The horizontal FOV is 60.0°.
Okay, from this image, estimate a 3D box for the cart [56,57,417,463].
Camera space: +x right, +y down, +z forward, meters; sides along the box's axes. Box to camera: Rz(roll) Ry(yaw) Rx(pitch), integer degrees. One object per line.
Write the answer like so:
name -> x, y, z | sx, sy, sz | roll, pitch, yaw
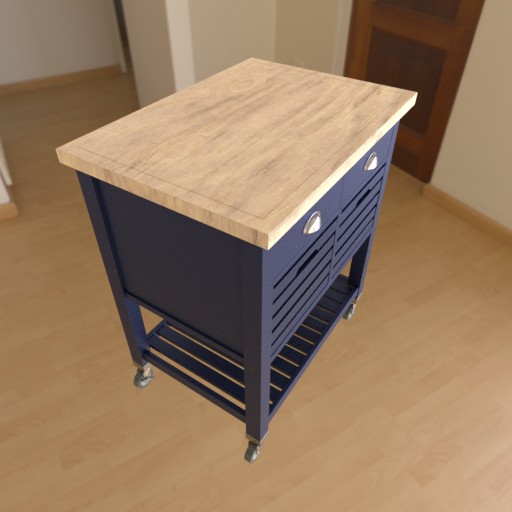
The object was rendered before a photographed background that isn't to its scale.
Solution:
cart -> 0.000, 0.000, 1.420 | 0.567, 0.920, 0.797 | 23, 46, 25
